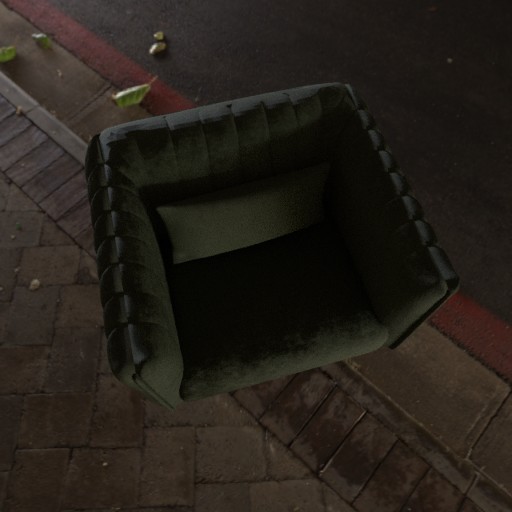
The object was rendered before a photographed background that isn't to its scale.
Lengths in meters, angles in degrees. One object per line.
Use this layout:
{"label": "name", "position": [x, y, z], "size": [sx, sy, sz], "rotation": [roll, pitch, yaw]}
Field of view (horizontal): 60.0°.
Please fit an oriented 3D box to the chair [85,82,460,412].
{"label": "chair", "position": [0.000, 0.000, 1.662], "size": [1.032, 0.794, 0.877], "rotation": [-14, 64, -7]}
